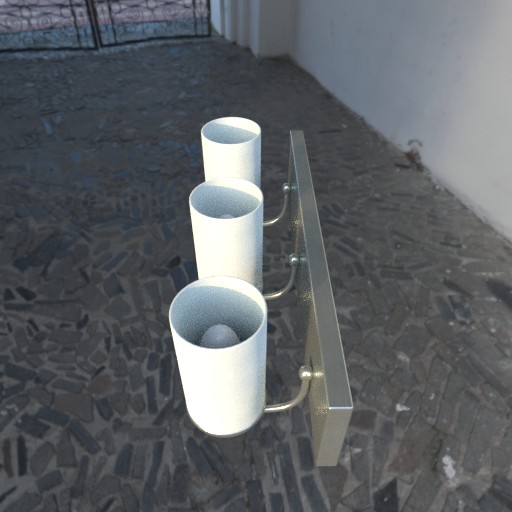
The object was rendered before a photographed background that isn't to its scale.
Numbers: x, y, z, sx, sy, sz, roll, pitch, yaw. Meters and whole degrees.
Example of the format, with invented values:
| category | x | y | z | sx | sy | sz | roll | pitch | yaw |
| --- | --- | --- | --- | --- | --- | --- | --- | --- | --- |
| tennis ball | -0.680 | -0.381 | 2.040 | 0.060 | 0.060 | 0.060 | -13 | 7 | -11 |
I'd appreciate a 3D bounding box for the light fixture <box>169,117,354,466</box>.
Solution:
| category | x | y | z | sx | sy | sz | roll | pitch | yaw |
| --- | --- | --- | --- | --- | --- | --- | --- | --- | --- |
| light fixture | 0.000 | 0.000 | 0.534 | 0.145 | 0.172 | 0.451 | 0 | 42 | 0 |
